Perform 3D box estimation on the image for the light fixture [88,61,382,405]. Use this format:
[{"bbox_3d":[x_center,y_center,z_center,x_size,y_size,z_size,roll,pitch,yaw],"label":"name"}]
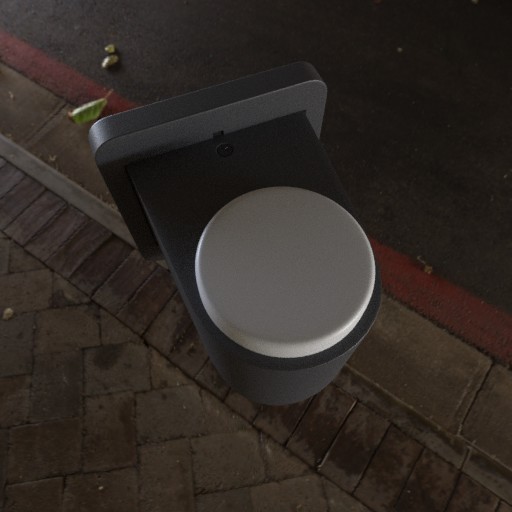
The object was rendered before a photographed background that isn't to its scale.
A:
[{"bbox_3d":[0.000,0.000,0.215,0.109,0.109,0.132,-20,65,-10],"label":"light fixture"}]
